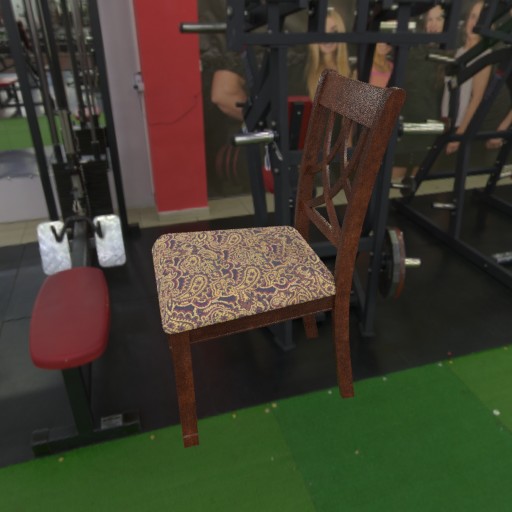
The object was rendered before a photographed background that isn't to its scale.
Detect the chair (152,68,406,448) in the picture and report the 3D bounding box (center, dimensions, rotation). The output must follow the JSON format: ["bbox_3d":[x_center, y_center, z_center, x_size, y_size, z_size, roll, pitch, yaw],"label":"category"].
[{"bbox_3d":[0.000,0.000,1.302,0.584,0.965,0.457,-8,30,-13],"label":"chair"}]
